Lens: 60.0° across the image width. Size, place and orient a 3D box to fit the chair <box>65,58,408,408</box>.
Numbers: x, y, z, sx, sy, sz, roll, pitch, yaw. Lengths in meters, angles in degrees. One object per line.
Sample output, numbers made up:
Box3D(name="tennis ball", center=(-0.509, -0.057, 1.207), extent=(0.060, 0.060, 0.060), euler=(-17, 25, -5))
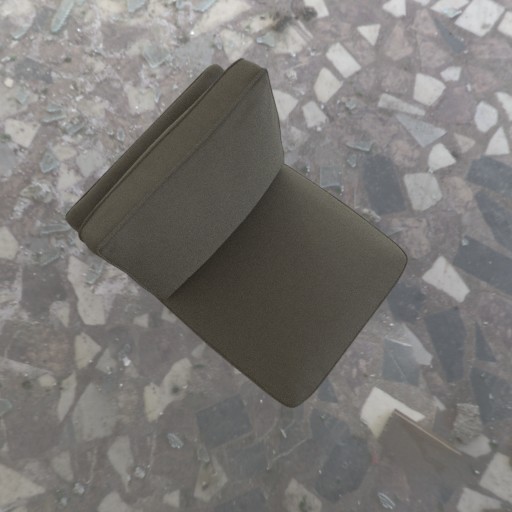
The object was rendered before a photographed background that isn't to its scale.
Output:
Box3D(name="chair", center=(0.000, 0.000, 1.655), extent=(0.924, 1.045, 0.724), euler=(38, 79, 9))
